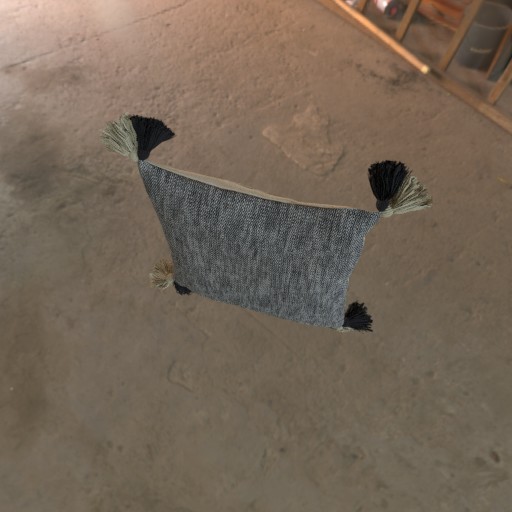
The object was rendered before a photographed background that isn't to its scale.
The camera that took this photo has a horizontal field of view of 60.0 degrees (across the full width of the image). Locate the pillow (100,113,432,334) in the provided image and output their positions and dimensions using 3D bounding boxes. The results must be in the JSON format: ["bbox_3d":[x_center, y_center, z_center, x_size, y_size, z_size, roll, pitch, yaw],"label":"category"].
[{"bbox_3d":[0.000,0.000,1.021,0.654,0.659,0.170,14,59,9],"label":"pillow"}]
